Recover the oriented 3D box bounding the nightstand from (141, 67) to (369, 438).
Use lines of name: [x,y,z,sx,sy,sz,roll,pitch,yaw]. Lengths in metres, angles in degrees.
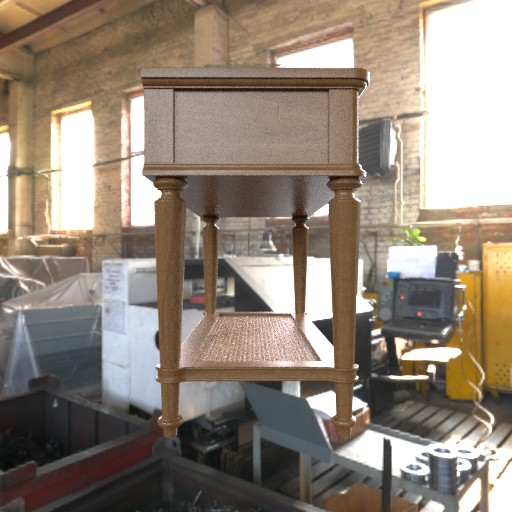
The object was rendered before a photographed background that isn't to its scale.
nightstand: [0.000,0.000,1.279,0.432,0.700,0.914,0,0,0]
